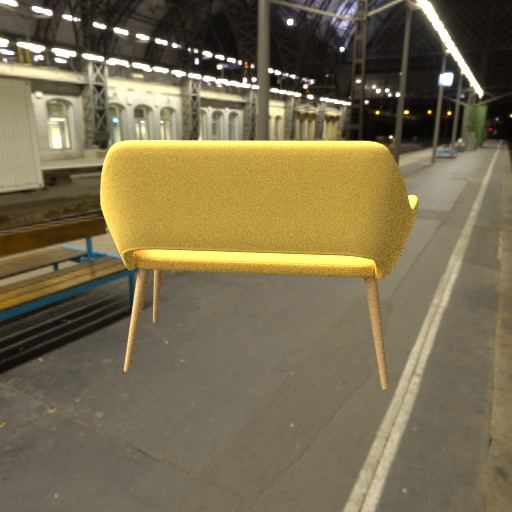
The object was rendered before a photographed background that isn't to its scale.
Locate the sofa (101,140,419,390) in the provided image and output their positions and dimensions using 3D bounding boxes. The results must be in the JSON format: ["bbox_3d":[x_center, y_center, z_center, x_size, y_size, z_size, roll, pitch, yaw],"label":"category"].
[{"bbox_3d":[0.000,0.000,1.650,1.150,0.840,0.610,2,16,7],"label":"sofa"}]
